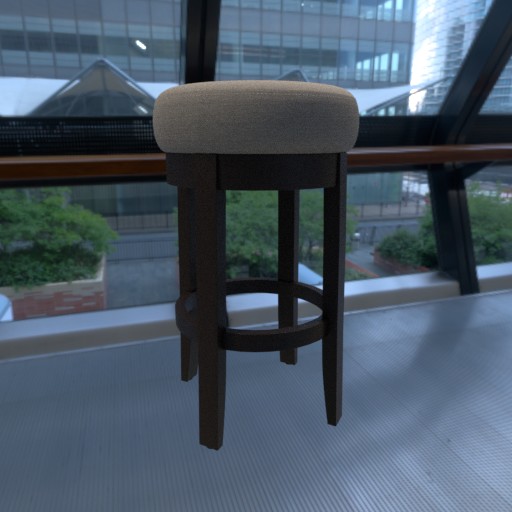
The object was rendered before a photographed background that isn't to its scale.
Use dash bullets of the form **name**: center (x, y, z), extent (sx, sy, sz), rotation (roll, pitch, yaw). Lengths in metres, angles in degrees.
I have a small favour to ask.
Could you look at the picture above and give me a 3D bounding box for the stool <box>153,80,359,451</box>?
- **stool**: center (0.000, 0.000, 1.049), extent (0.443, 0.757, 0.443), rotation (0, 14, 0)
